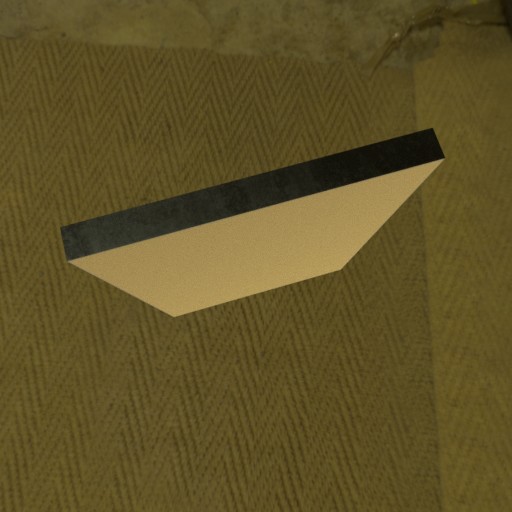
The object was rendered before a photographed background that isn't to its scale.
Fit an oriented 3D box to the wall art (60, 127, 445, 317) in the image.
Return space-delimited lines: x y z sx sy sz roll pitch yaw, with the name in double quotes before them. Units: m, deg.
"wall art" 0.000 0.000 0.578 0.313 0.457 0.031 -16 77 -4
